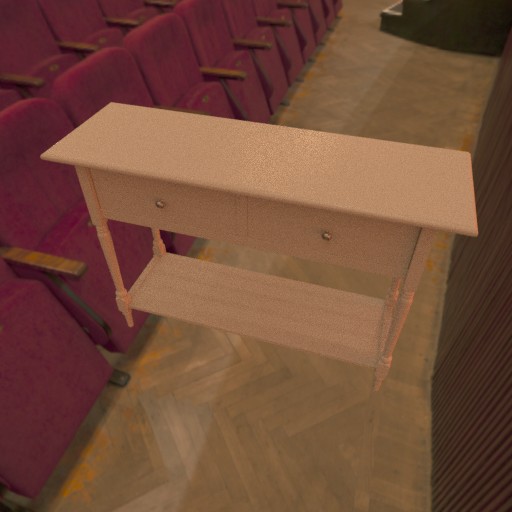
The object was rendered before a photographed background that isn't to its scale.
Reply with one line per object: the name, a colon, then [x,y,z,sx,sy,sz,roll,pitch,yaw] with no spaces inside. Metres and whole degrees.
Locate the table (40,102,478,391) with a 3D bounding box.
table: [0.000,0.000,1.560,1.197,0.808,0.384,12,44,13]
